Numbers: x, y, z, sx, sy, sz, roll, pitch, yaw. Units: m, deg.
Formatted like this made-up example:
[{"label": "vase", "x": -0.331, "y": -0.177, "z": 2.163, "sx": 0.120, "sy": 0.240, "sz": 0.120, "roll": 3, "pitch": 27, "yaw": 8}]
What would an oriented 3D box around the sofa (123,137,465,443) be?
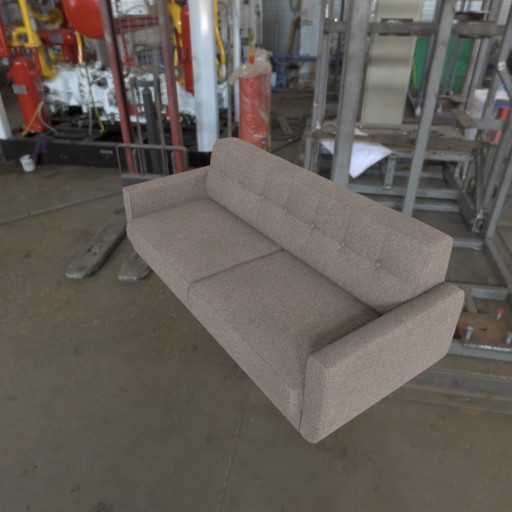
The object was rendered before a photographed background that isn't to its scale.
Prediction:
[{"label": "sofa", "x": 0.000, "y": 0.000, "z": 2.559, "sx": 0.909, "sy": 0.841, "sz": 2.029, "roll": -20, "pitch": 37, "yaw": -29}]
